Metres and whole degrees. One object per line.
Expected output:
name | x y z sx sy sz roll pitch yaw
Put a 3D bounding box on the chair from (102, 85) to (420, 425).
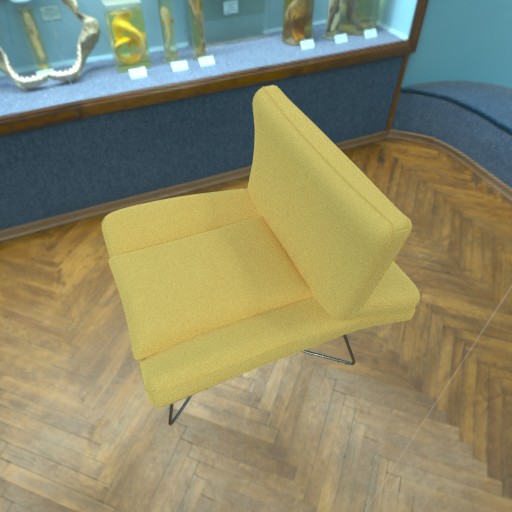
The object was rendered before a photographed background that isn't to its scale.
chair | 0.000 0.000 1.622 1.008 0.855 0.859 -17 49 -16
